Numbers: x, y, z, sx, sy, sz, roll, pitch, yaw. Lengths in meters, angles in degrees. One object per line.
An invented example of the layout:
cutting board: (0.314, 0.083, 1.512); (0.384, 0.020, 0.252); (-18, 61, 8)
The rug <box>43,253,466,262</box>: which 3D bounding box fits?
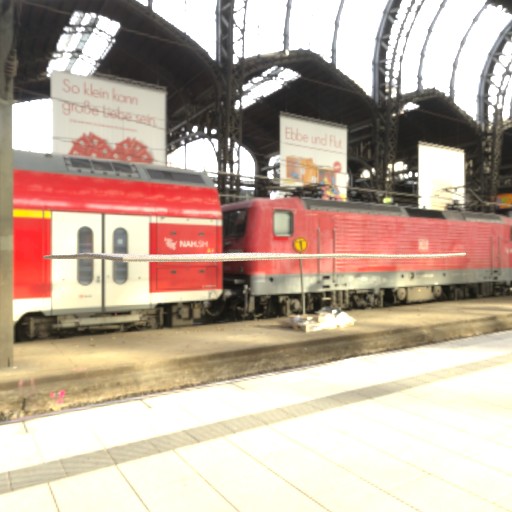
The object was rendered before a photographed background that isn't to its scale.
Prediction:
rug: (0.000, 0.000, 2.317); (1.829, 0.034, 1.252); (0, 0, -35)
